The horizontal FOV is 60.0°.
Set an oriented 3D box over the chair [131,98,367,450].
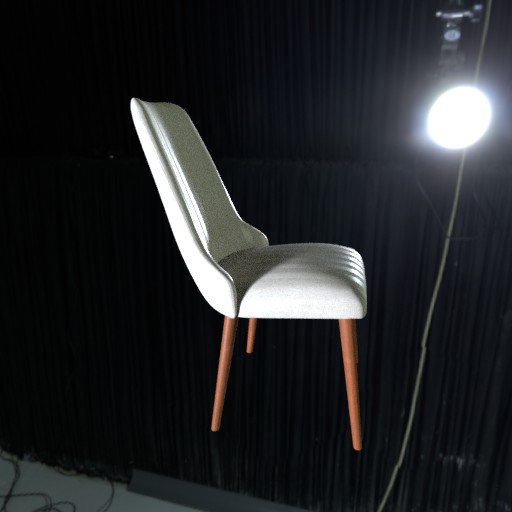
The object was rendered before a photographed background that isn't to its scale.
[{"bbox_3d":[0.000,0.000,1.372,0.684,0.917,0.526,3,16,11],"label":"chair"}]
